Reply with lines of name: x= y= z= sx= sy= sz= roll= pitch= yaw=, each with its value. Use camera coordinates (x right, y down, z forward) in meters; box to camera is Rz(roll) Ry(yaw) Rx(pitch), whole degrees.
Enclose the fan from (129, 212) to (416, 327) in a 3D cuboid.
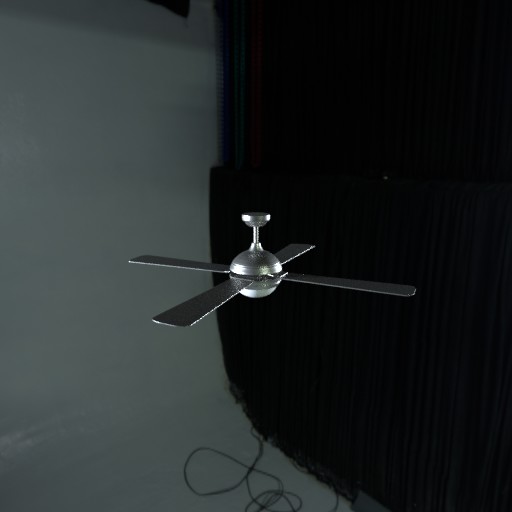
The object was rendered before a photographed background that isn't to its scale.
fan: x=0.000 y=0.000 z=2.014 sx=1.321 sy=0.381 sz=1.321 roll=-13 pitch=18 yaw=-43
